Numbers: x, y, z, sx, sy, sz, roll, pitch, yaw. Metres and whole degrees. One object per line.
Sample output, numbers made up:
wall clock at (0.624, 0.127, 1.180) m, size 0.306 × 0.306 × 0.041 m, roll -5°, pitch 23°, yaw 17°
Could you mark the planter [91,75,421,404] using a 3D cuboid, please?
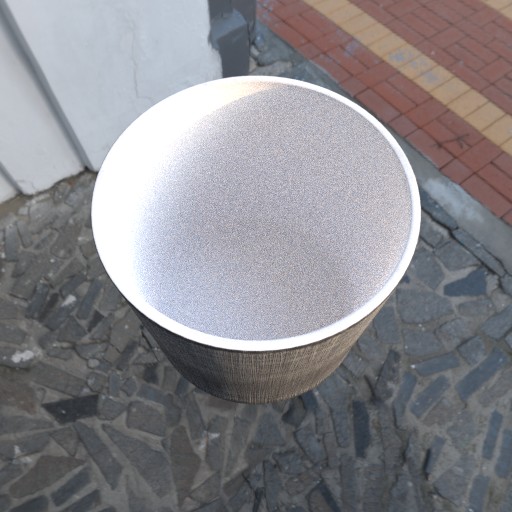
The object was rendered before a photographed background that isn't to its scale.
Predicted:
planter at (0.000, 0.000, 0.311) m, size 0.178 × 0.157 × 0.178 m, roll 0°, pitch 63°, yaw 0°
